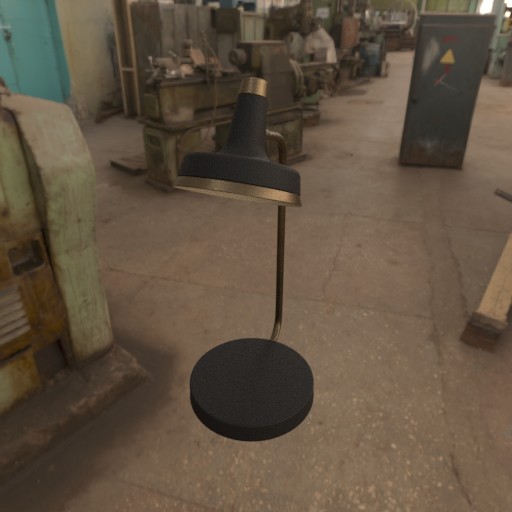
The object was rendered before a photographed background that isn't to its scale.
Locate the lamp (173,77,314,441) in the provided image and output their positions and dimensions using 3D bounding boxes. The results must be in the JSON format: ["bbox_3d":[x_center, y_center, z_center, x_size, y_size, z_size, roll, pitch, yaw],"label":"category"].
[{"bbox_3d":[0.000,0.000,0.506,0.162,0.385,0.218,9,30,17],"label":"lamp"}]
